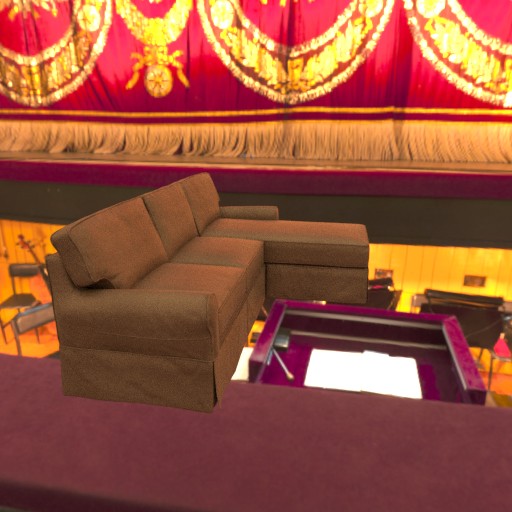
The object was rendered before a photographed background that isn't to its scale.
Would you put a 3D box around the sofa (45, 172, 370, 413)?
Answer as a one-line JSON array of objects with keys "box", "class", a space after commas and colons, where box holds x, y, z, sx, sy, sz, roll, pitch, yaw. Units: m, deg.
[{"box": [0.000, 0.000, 3.271, 1.733, 0.978, 2.475, 3, 17, 10], "class": "sofa"}]
